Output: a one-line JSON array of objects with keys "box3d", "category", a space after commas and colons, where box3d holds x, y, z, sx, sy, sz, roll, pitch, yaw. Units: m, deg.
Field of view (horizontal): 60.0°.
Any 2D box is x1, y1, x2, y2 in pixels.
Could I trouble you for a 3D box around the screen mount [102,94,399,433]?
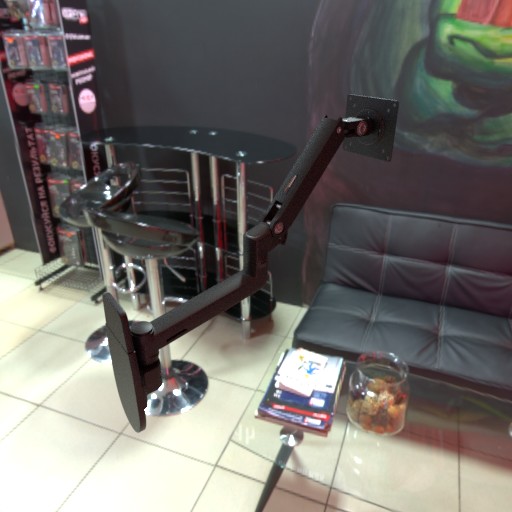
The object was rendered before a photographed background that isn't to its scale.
[{"box3d": [0.000, 0.000, 0.738, 0.495, 0.466, 0.115, -18, 32, -32], "category": "screen mount"}]
